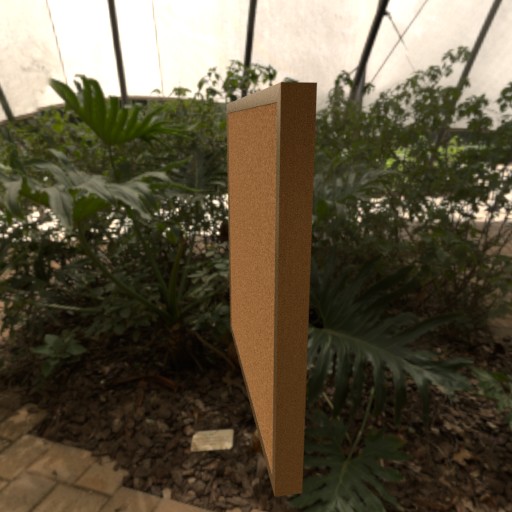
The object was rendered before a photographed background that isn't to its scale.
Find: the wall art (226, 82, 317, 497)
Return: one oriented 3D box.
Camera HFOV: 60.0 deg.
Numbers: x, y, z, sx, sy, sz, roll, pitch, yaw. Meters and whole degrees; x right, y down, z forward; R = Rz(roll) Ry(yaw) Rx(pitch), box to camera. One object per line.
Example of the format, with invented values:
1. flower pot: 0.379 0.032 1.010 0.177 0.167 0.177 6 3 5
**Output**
1. wall art: 0.000 0.000 0.754 0.037 0.509 0.510 -3 17 -9
